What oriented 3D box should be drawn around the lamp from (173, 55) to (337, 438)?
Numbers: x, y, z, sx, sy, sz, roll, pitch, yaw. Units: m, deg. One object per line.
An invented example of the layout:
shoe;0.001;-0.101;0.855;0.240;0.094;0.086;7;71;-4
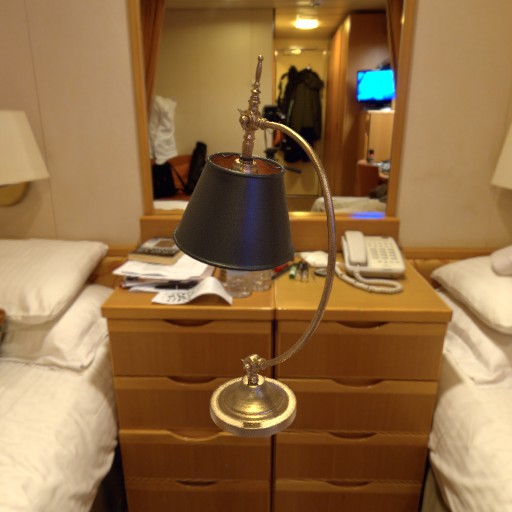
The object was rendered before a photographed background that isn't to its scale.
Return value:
lamp;0.000;0.000;0.815;0.235;0.675;0.344;-16;24;-42
